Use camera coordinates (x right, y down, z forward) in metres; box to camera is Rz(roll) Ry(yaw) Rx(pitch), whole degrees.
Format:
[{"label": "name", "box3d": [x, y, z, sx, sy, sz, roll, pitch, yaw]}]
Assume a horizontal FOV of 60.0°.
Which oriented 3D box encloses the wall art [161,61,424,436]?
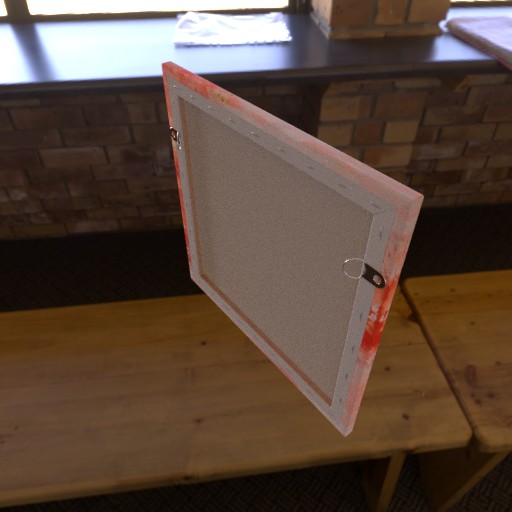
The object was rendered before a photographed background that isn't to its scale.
[{"label": "wall art", "box3d": [0.000, 0.000, 1.317, 0.066, 0.878, 0.878, -28, 49, -27]}]
